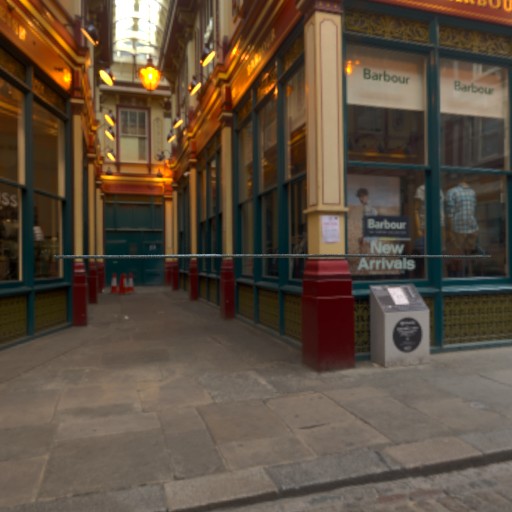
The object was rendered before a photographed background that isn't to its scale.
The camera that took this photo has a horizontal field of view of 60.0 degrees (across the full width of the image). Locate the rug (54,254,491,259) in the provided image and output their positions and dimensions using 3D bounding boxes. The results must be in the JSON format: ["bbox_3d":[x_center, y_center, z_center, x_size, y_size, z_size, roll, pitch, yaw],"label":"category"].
[{"bbox_3d":[0.000,0.000,2.898,2.260,0.026,1.611,0,0,-18],"label":"rug"}]
